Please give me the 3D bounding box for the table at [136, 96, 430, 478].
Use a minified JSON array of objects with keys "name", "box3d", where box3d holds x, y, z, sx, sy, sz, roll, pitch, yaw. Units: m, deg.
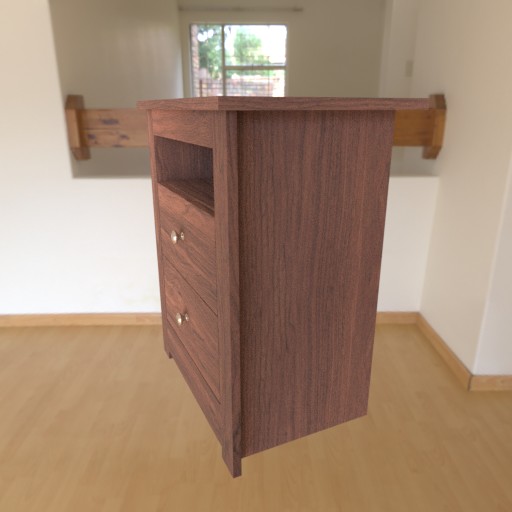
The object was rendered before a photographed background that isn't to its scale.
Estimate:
[{"name":"table","box3d":[0.000,0.000,1.071,0.406,0.711,0.589,-9,20,-24]}]
